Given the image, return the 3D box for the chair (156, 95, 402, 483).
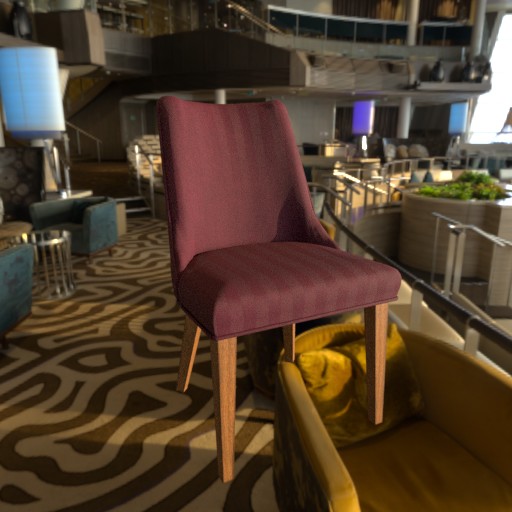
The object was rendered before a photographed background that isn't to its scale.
[{"bbox_3d":[0.000,0.000,1.317,0.548,0.916,0.638,-8,17,-27],"label":"chair"}]
